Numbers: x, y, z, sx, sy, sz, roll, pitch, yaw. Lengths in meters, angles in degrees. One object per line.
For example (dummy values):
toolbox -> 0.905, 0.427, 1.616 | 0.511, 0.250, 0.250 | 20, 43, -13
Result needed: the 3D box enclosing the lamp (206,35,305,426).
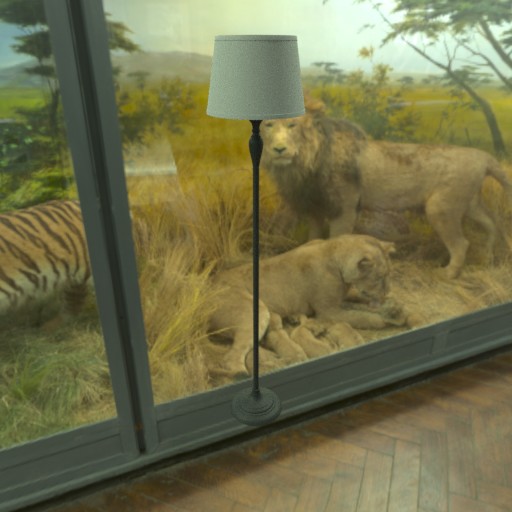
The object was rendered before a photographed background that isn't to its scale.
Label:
lamp -> 0.000, 0.000, 1.693 | 0.327, 1.506, 0.327 | 17, 30, 32
